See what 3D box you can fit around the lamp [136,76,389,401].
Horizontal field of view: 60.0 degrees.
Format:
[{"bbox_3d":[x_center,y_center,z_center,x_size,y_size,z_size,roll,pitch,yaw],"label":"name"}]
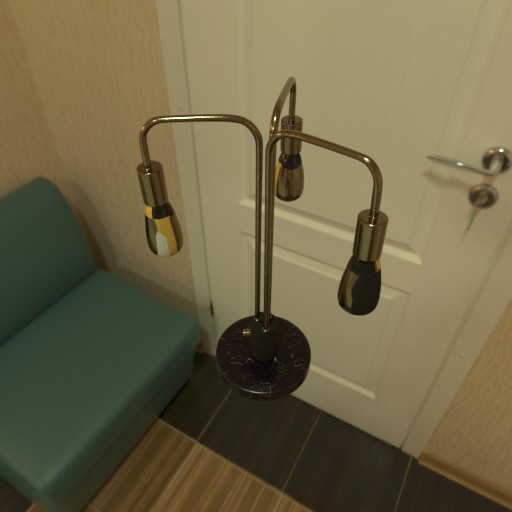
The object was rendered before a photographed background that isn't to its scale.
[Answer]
[{"bbox_3d":[0.000,0.000,0.808,0.368,0.560,0.355,0,43,0],"label":"lamp"}]
